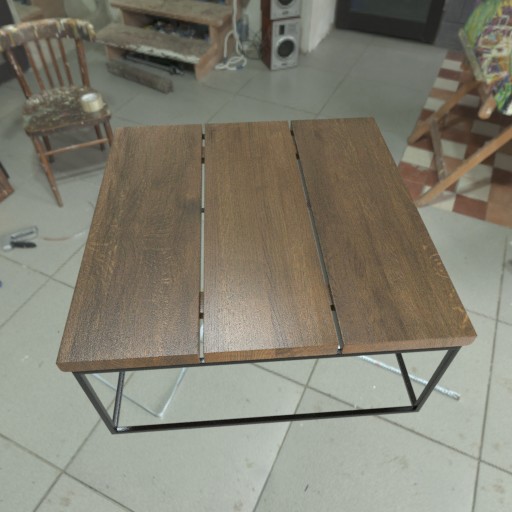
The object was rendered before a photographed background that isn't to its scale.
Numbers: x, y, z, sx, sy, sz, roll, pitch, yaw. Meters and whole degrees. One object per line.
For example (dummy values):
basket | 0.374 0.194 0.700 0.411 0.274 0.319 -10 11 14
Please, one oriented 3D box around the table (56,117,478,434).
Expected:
table | 0.000 0.000 1.390 0.900 0.400 0.900 -3 48 -3
